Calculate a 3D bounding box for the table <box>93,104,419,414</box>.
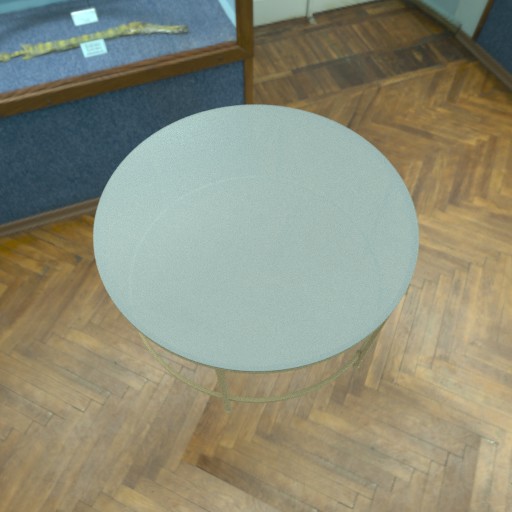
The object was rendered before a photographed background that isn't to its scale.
[{"bbox_3d":[0.000,0.000,1.458,0.914,0.470,0.914,0,58,0],"label":"table"}]
